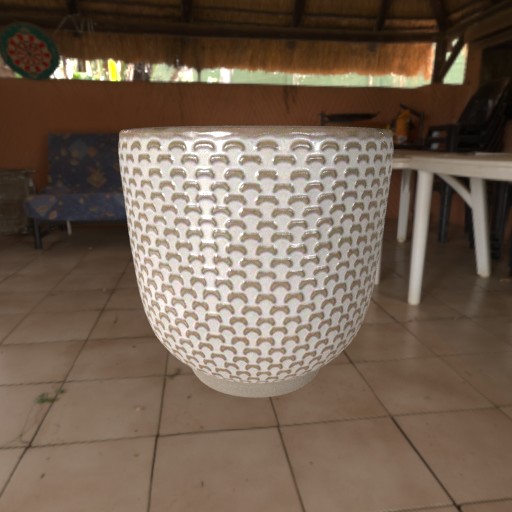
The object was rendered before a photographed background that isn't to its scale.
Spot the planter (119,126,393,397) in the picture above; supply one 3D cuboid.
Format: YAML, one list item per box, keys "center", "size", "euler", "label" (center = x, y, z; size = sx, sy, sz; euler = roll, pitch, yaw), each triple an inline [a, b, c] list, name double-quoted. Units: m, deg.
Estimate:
- center: [0.000, 0.000, 0.351]
  size: [0.197, 0.191, 0.197]
  euler: [0, 14, 0]
  label: "planter"
